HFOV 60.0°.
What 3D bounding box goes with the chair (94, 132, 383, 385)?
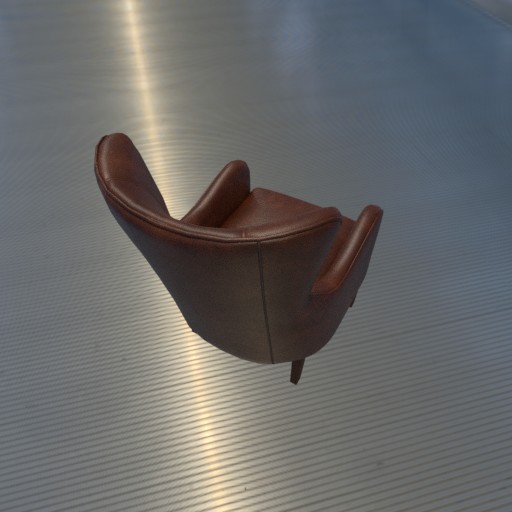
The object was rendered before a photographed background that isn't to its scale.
[{"bbox_3d":[0.000,0.000,1.607,0.692,1.048,0.914,23,50,20],"label":"chair"}]
